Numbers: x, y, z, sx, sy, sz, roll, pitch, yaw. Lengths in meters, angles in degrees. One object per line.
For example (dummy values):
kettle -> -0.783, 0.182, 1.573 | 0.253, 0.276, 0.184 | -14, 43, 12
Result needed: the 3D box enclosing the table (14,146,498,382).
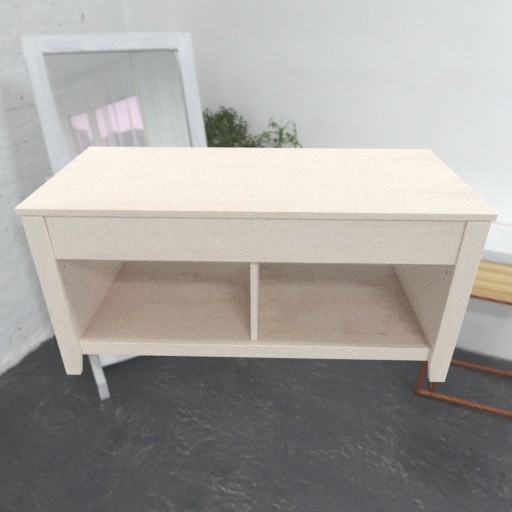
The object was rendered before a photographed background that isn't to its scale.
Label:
table -> 0.000, 0.000, 1.247 | 1.016, 0.483, 0.457 | 1, 30, 1
